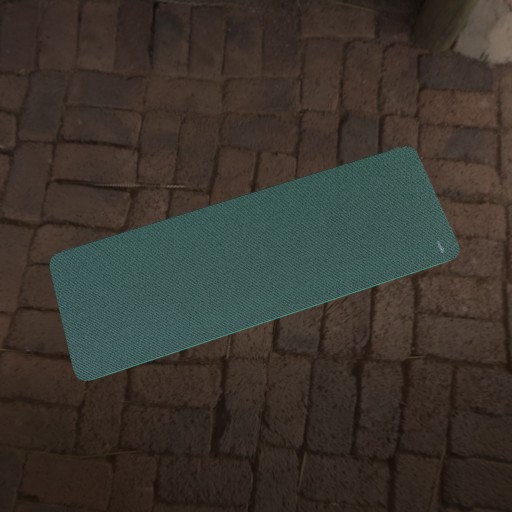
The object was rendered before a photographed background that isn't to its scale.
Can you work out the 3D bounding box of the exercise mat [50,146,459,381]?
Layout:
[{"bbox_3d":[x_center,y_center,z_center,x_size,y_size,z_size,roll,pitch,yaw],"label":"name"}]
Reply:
[{"bbox_3d":[0.000,0.000,2.092,1.869,0.021,0.616,-18,76,-4],"label":"exercise mat"}]
